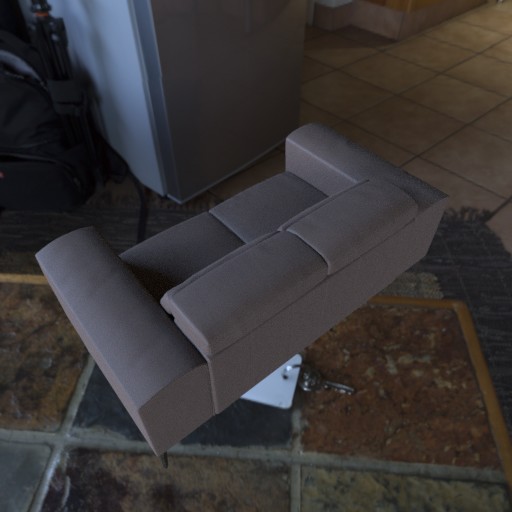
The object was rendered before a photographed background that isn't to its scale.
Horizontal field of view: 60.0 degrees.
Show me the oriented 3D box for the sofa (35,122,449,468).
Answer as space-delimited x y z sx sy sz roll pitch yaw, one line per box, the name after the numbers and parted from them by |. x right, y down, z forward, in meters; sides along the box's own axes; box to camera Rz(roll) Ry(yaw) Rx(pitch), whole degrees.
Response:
0.000 0.000 2.373 1.895 0.779 1.003 -31 54 -26 | sofa
